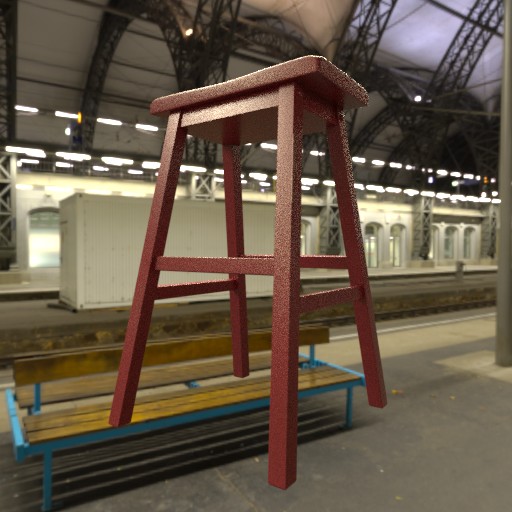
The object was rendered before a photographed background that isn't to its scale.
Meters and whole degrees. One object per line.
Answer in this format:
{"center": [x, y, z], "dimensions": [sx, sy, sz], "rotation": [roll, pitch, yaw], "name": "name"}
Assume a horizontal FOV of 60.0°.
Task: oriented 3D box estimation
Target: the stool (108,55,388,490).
{"center": [0.000, 0.000, 1.025], "dimensions": [0.457, 0.737, 0.476], "rotation": [1, 1, 36], "name": "stool"}
